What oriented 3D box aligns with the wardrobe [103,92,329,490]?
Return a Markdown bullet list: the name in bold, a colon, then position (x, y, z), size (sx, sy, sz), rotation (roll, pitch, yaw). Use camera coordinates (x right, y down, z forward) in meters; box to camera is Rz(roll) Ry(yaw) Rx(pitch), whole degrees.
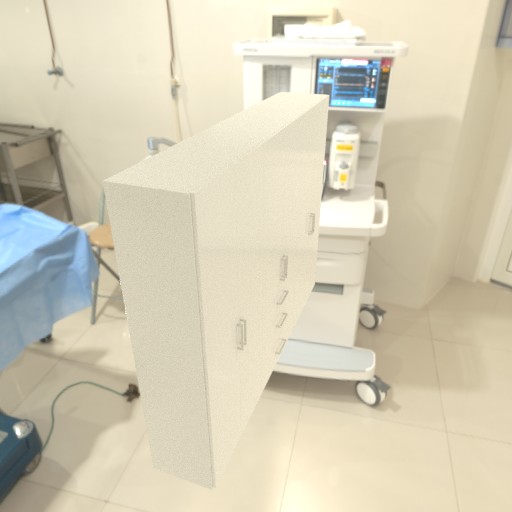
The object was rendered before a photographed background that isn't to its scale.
- **wardrobe**: position (0.000, 0.000, 4.031), size (0.580, 2.360, 3.000), rotation (11, 31, 18)
